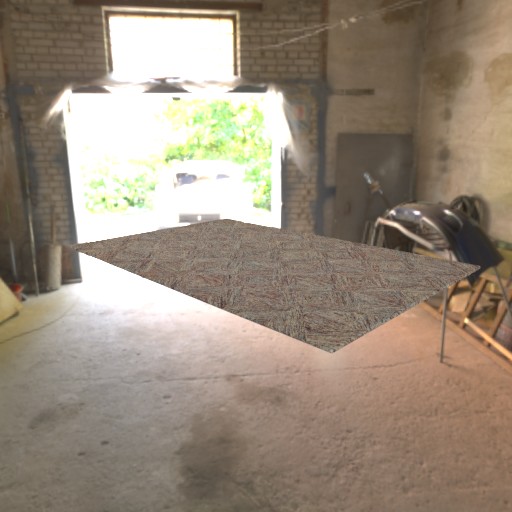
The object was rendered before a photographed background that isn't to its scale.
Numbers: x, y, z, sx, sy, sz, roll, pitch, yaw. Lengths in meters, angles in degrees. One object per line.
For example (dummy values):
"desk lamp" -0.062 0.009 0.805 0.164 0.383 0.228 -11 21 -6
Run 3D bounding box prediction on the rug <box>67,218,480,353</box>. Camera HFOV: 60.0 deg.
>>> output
"rug" 0.000 0.000 2.910 2.285 0.019 1.523 14 21 43
